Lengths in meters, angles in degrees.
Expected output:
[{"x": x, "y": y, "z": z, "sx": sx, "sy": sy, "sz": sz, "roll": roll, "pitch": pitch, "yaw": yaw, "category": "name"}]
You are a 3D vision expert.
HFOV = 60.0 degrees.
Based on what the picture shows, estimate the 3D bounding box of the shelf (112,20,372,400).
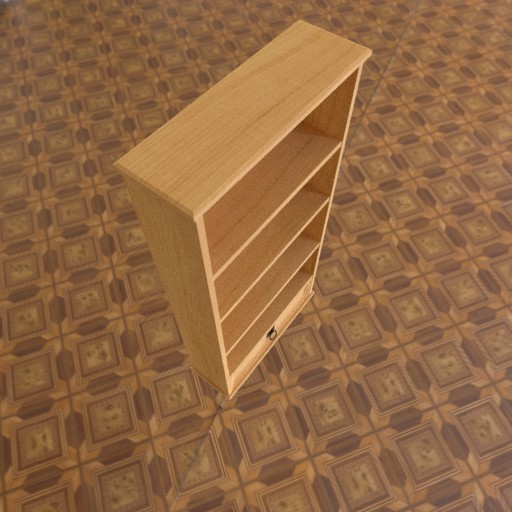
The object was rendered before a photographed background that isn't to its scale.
[{"x": 0.000, "y": 0.000, "z": 1.217, "sx": 0.175, "sy": 1.030, "sz": 0.520, "roll": 33, "pitch": 63, "yaw": 19, "category": "shelf"}]
